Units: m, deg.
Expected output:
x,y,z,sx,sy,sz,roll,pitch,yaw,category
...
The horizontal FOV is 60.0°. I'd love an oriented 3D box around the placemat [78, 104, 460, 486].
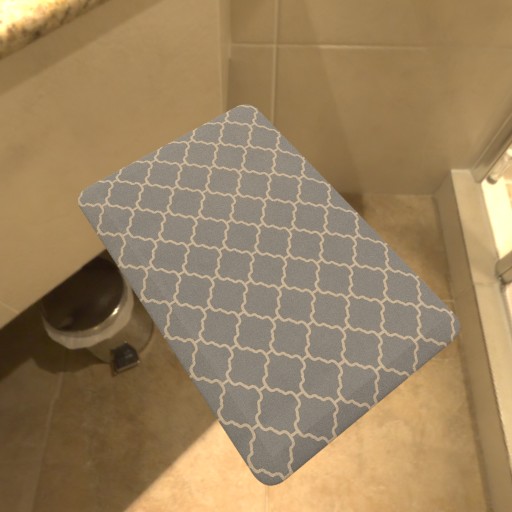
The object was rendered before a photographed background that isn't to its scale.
x,y,z,sx,sy,sz,roll,pitch,yaw,category
0.000,0.000,0.960,0.508,0.021,0.762,-33,69,-15,placemat
